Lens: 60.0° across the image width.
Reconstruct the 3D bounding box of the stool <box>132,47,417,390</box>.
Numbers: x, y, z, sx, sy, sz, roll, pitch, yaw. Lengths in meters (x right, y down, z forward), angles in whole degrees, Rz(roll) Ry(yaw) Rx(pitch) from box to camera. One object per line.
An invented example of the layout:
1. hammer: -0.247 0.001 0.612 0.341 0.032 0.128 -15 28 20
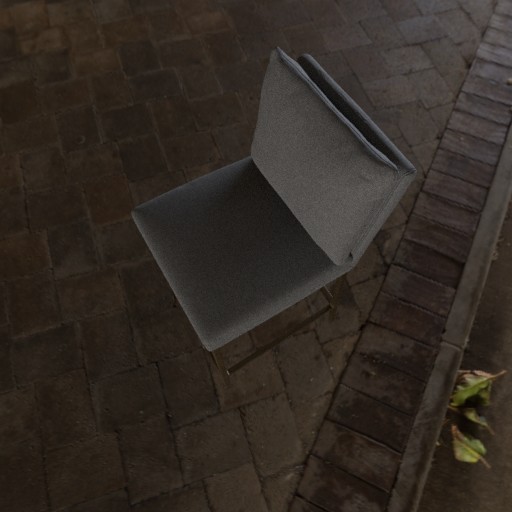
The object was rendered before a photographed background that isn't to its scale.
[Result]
1. stool: 0.000 0.000 1.414 0.569 1.130 0.463 -29 68 -13
